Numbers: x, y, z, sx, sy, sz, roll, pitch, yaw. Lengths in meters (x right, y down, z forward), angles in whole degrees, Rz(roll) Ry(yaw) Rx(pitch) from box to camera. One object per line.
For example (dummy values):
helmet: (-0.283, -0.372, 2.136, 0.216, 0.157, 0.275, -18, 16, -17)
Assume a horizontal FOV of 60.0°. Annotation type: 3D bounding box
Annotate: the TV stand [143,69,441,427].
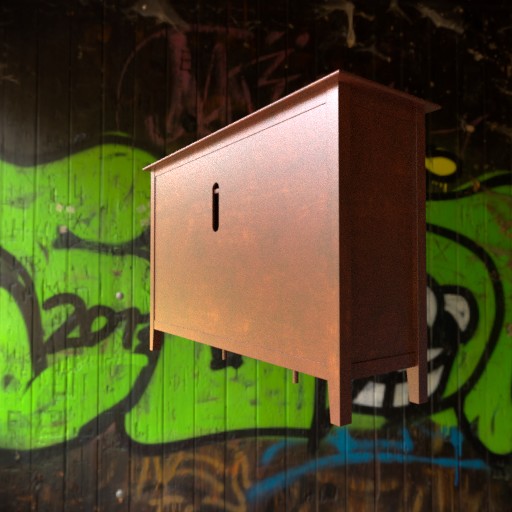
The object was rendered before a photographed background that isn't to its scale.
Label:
TV stand: (0.000, 0.000, 1.795, 0.445, 0.915, 1.372, 1, -2, -35)
